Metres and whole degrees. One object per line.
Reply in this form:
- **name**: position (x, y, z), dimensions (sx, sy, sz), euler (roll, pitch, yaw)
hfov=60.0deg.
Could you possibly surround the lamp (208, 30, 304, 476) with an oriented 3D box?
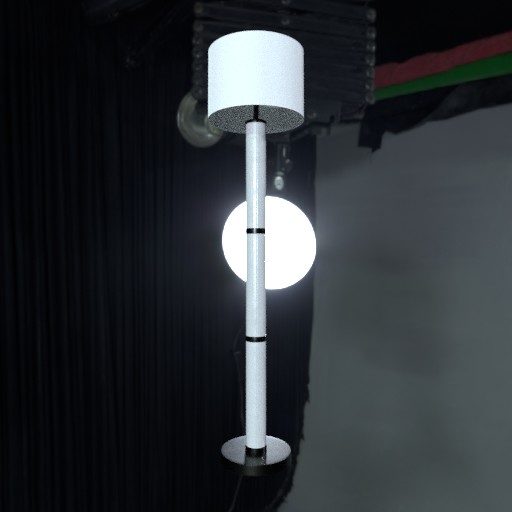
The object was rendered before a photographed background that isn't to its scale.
- **lamp**: position (0.000, 0.000, 1.747), dimensions (0.377, 1.599, 0.377), euler (0, 0, 35)
